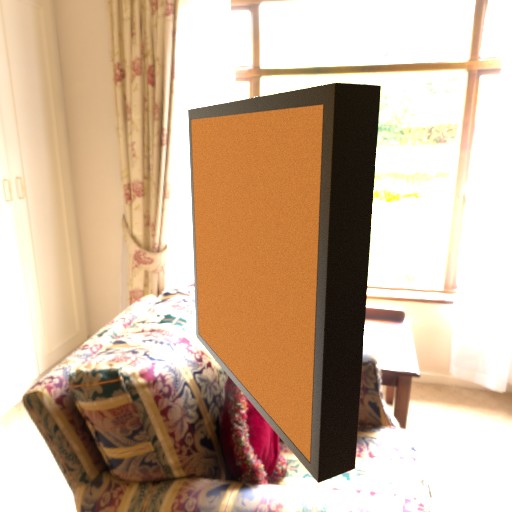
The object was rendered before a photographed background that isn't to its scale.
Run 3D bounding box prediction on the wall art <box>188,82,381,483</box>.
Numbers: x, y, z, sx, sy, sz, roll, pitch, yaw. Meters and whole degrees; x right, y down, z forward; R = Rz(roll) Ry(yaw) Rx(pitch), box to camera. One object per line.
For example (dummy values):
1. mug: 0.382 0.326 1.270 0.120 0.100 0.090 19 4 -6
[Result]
1. wall art: 0.000 0.000 0.452 0.037 0.299 0.299 -7 16 -25
